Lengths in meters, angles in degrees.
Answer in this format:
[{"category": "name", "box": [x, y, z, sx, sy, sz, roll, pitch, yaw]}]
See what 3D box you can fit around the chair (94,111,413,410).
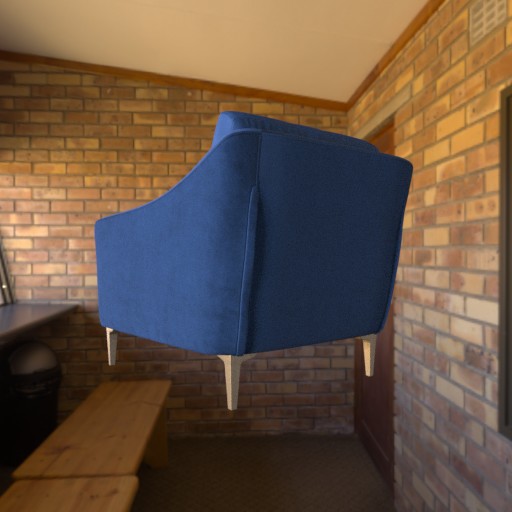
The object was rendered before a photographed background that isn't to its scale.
[{"category": "chair", "box": [0.000, 0.000, 1.737, 0.987, 0.899, 0.961, 0, 0, -36]}]
